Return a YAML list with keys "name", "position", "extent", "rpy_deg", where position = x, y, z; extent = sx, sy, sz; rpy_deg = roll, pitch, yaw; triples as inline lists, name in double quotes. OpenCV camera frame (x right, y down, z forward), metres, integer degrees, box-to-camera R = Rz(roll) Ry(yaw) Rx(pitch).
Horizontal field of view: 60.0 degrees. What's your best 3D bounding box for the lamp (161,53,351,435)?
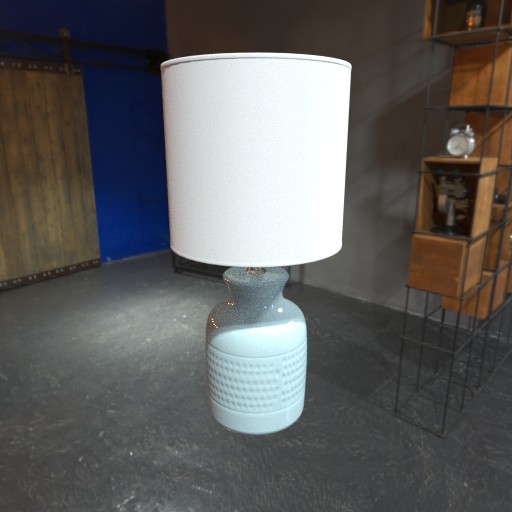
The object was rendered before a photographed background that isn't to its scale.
- name: "lamp"
  position: [0.000, 0.000, 1.109]
  extent: [0.418, 0.871, 0.418]
  rpy_deg: [-15, 22, -43]
